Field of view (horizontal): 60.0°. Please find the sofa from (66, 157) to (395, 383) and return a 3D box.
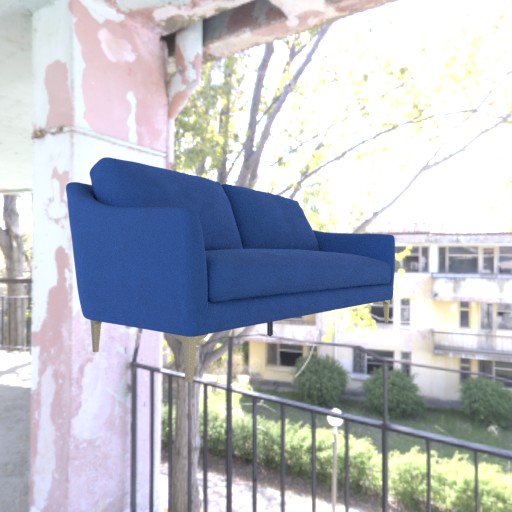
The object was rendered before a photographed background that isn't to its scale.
[{"bbox_3d":[0.000,0.000,2.554,0.960,0.903,2.036,-1,-1,36],"label":"sofa"}]
